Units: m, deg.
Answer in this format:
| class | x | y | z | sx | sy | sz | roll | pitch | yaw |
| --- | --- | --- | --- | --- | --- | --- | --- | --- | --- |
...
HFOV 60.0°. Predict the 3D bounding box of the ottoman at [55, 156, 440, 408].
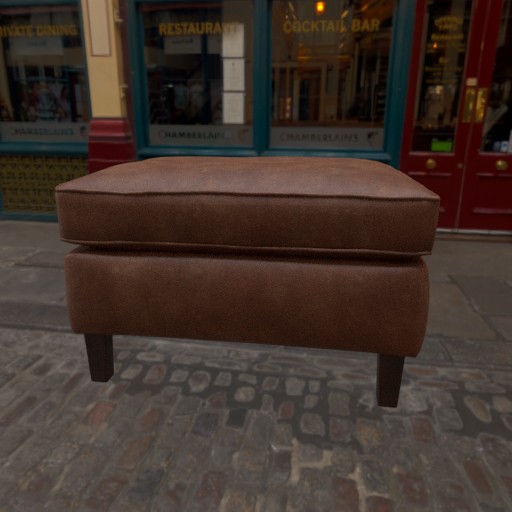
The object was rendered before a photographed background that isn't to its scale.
| class | x | y | z | sx | sy | sz | roll | pitch | yaw |
| --- | --- | --- | --- | --- | --- | --- | --- | --- | --- |
| ottoman | 0.000 | 0.000 | 0.983 | 0.665 | 0.418 | 0.501 | 2 | 17 | 8 |
